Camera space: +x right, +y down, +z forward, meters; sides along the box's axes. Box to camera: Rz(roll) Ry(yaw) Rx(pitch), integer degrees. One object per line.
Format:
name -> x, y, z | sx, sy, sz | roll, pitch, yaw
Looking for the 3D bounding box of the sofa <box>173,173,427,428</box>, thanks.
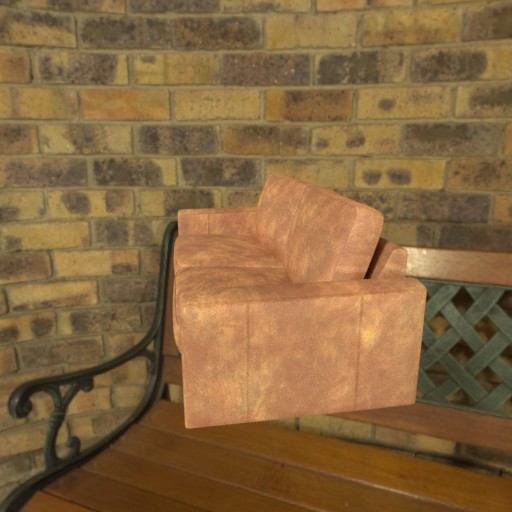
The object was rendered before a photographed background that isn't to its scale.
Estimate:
sofa -> 0.000, 0.000, 2.743 | 1.016, 0.873, 2.179 | -3, 15, -9
